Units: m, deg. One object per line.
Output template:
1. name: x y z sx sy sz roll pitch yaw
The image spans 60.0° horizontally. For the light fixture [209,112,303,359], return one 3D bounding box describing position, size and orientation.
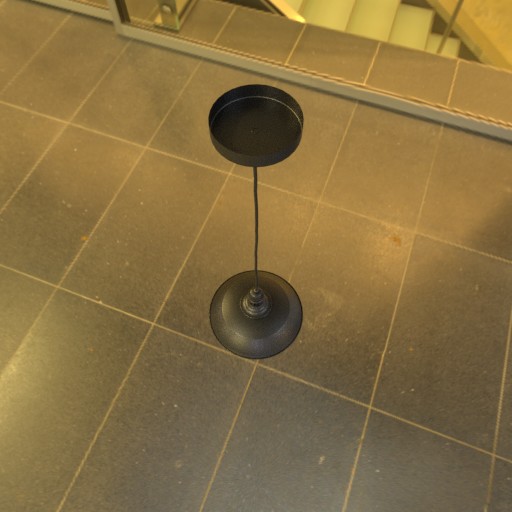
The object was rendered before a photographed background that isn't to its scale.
1. light fixture: 0.000 0.000 1.167 0.331 0.993 0.331 1 63 1
